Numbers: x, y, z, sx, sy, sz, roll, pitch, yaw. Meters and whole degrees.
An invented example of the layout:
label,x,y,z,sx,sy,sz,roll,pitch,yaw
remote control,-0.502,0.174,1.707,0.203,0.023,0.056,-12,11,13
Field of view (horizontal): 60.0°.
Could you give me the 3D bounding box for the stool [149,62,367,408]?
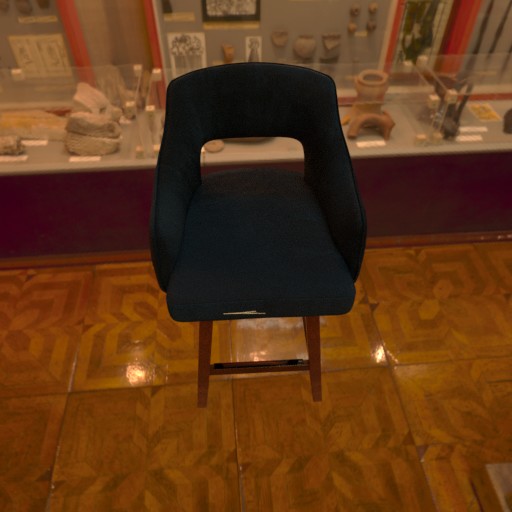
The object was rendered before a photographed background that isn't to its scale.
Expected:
label,x,y,z,sx,sy,sz,roll,pitch,yaw
stool,0.000,0.000,1.339,0.550,0.940,0.560,-2,47,-2
